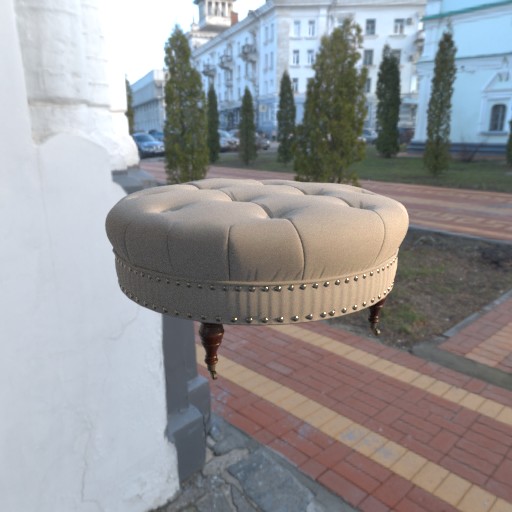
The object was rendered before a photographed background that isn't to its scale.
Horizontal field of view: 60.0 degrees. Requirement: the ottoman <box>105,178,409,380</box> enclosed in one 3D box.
[{"bbox_3d":[0.000,0.000,1.405,0.901,0.439,0.901,0,16,0],"label":"ottoman"}]
